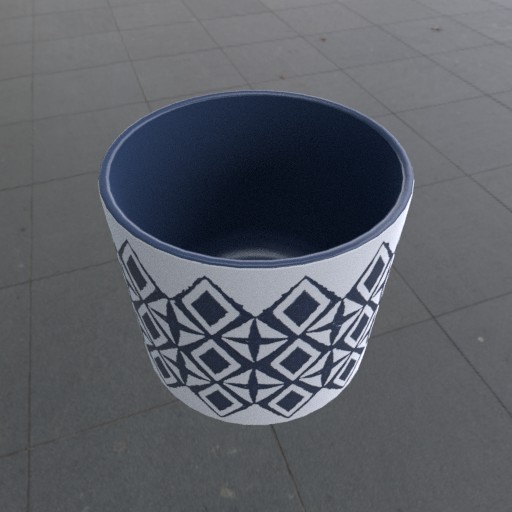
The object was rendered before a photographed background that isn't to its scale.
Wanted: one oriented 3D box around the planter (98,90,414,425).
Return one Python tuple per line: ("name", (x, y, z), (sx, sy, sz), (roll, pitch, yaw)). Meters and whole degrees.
("planter", (0.000, 0.000, 0.392), (0.224, 0.203, 0.224), (0, 45, 0))
